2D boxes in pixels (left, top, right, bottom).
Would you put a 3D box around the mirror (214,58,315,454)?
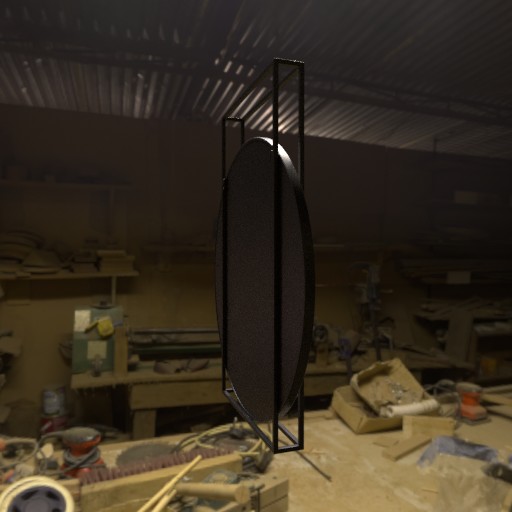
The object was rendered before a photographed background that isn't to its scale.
[{"bbox_3d":[0.000,0.000,0.831,0.051,0.603,0.508,0,1,-19],"label":"mirror"}]
